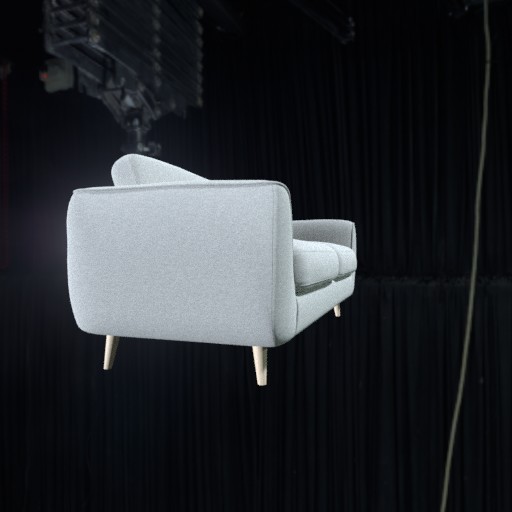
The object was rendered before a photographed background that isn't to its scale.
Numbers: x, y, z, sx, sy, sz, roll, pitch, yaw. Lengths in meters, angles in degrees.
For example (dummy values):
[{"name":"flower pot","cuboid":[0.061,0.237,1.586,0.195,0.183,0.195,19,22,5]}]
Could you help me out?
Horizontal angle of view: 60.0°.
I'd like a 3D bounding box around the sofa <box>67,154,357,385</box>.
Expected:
[{"name":"sofa","cuboid":[0.000,0.000,2.398,0.920,0.850,2.000,0,1,19]}]
